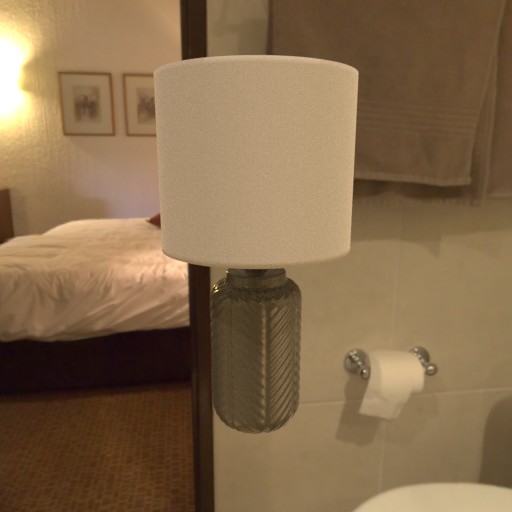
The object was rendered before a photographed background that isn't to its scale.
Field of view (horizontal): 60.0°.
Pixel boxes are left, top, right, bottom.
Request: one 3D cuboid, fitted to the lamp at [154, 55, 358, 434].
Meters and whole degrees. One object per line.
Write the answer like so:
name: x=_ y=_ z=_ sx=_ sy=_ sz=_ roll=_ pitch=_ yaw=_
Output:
lamp: x=0.000 y=0.000 z=0.492 sx=0.203 sy=0.389 sz=0.203 roll=12 pitch=18 yaw=43
